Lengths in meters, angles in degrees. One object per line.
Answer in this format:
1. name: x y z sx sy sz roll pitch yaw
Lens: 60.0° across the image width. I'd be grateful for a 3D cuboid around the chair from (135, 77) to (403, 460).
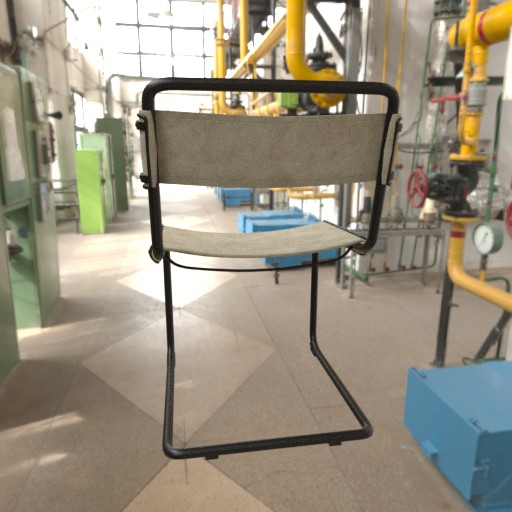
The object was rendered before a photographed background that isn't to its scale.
1. chair: 0.000 0.000 1.087 0.499 0.747 0.497 -2 14 -9
